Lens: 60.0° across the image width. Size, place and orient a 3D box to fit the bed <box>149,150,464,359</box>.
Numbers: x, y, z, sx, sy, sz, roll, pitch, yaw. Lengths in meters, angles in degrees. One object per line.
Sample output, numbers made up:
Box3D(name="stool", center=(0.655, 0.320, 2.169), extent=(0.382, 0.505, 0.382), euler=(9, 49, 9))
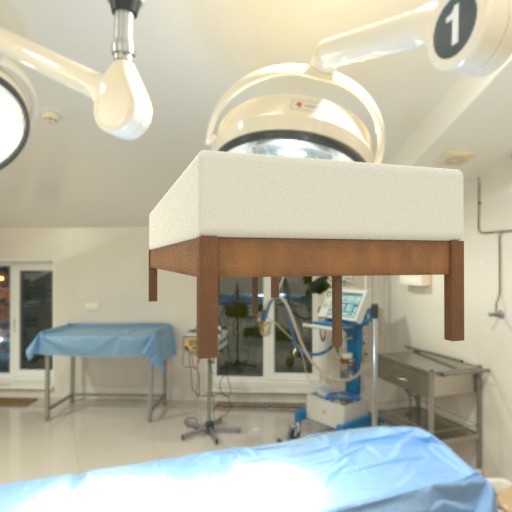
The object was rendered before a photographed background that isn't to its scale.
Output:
Box3D(name="bed", center=(0.000, 0.000, 2.337), extent=(0.961, 0.616, 1.902), euler=(0, 0, -18))
